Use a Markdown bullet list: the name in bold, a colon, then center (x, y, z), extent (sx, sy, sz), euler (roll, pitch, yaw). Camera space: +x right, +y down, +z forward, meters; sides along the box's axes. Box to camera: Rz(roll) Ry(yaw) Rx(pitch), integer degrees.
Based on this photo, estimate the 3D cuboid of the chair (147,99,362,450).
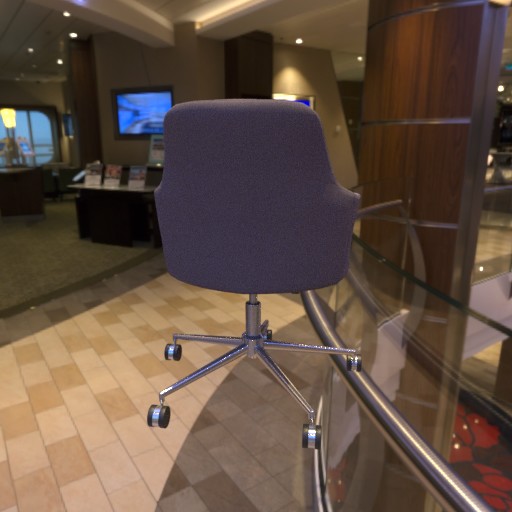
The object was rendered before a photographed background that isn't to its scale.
- **chair**: center (0.000, 0.000, 1.286), extent (0.655, 0.820, 0.600), euler (2, 15, 9)
